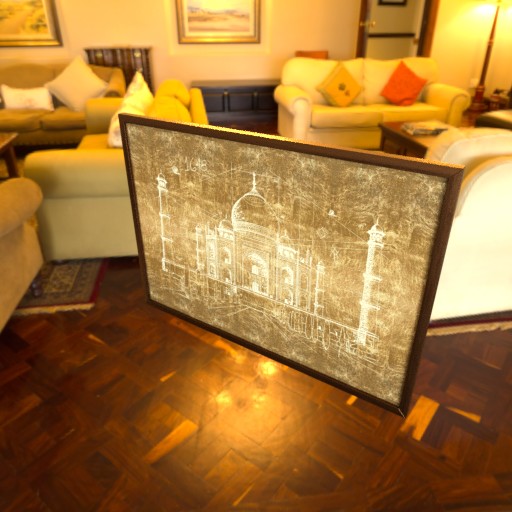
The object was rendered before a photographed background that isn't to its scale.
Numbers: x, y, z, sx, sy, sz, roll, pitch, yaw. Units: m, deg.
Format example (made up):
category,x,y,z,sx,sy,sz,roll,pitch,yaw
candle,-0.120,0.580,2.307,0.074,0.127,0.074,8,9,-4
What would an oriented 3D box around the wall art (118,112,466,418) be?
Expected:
category,x,y,z,sx,sy,sz,roll,pitch,yaw
wall art,0.000,0.000,0.559,0.431,0.304,0.012,18,33,29
